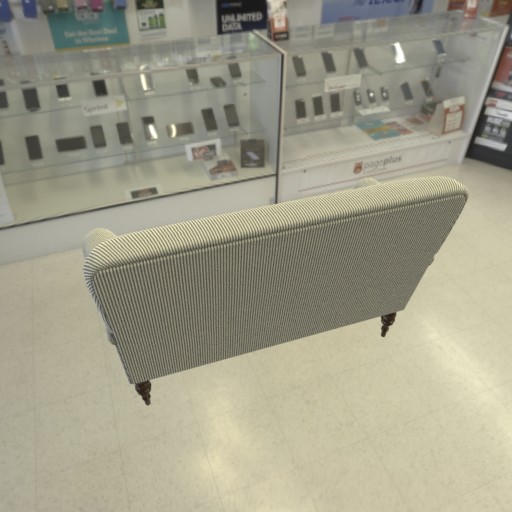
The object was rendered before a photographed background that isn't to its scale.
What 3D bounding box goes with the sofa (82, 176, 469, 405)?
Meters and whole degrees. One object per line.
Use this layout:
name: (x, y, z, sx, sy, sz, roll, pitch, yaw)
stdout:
sofa: (0.000, 0.000, 1.802, 1.297, 0.889, 0.779, -12, 42, -14)
